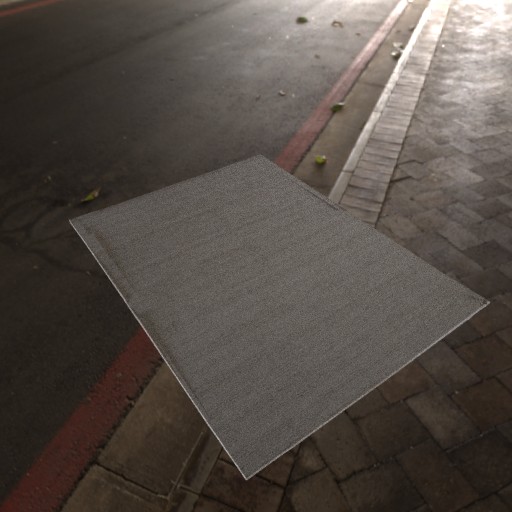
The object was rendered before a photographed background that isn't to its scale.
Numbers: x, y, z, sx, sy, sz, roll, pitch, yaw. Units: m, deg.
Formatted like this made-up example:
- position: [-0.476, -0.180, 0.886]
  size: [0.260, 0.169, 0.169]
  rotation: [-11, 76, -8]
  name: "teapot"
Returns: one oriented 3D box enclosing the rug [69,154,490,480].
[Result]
- position: [0.000, 0.000, 4.808]
  size: [2.873, 0.053, 3.778]
  rotation: [-25, 46, -26]
  name: "rug"
